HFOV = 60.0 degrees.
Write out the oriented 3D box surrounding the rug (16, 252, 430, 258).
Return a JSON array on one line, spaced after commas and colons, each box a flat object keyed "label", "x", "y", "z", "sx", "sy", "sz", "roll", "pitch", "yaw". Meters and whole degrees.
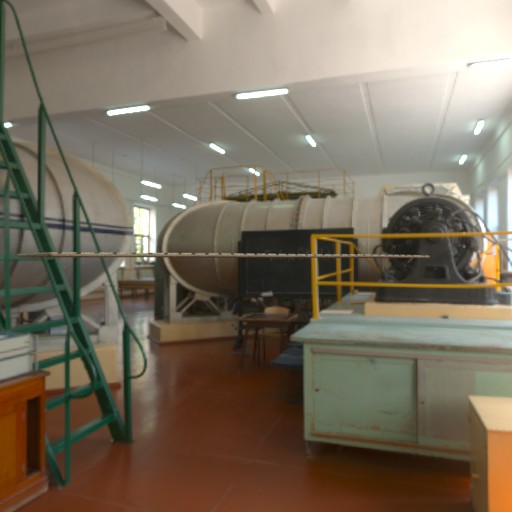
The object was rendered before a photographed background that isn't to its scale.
[{"label": "rug", "x": 0.000, "y": 0.000, "z": 2.648, "sx": 2.439, "sy": 0.020, "sz": 0.773, "roll": 0, "pitch": -1, "yaw": -37}]
